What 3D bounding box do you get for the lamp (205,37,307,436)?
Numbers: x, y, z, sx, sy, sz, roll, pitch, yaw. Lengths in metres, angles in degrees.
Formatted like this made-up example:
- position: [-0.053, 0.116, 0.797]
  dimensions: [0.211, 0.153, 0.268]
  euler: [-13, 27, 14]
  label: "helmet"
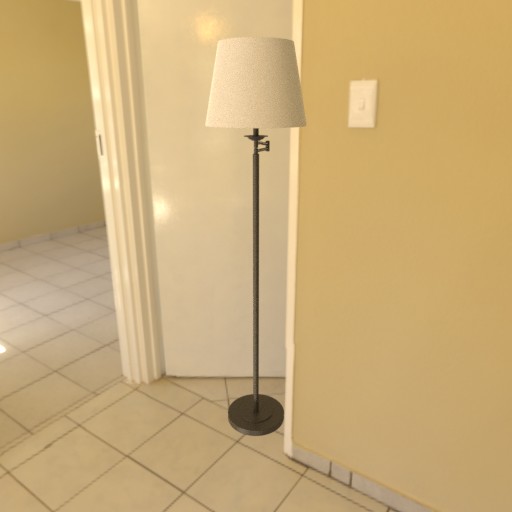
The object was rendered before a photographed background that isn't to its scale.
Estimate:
- position: [0.000, 0.000, 1.684]
  dimensions: [0.348, 1.473, 0.348]
  euler: [9, 21, 25]
  label: "lamp"
